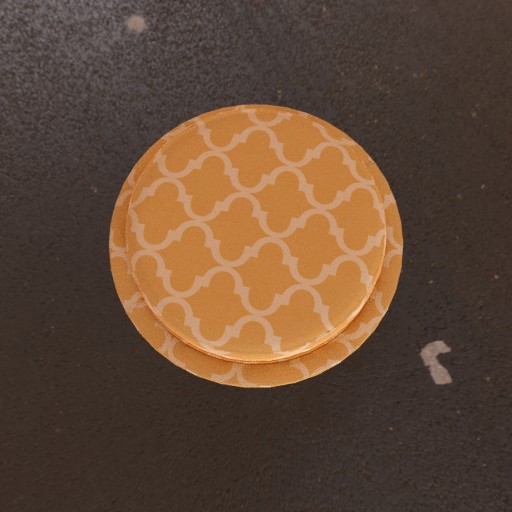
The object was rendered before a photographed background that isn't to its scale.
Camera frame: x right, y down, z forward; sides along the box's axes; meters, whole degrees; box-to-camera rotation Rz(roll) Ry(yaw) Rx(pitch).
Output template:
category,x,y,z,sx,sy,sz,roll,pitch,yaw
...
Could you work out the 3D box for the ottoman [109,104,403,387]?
category,x,y,z,sx,sy,sz,roll,pitch,yaw
ottoman,0.000,0.000,0.849,0.480,0.429,0.480,0,76,0
